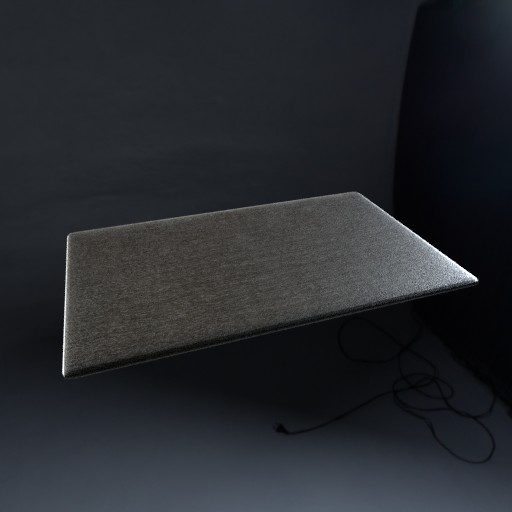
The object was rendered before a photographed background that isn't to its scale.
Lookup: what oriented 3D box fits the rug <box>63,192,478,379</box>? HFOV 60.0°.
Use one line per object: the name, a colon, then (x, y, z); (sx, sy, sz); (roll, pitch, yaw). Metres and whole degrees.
rug: (0.000, 0.000, 3.060); (2.469, 0.024, 1.539); (-10, 33, -16)
